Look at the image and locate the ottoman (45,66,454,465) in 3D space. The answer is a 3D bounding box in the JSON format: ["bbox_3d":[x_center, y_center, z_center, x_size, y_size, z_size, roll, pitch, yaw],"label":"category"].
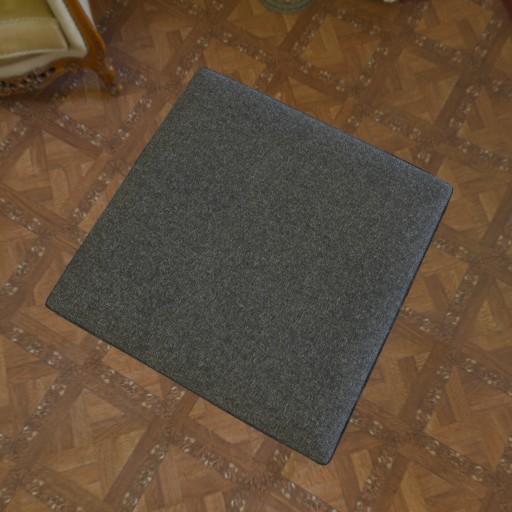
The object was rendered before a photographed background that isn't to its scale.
[{"bbox_3d":[0.000,0.000,1.607,1.021,0.423,1.017,28,78,7],"label":"ottoman"}]
